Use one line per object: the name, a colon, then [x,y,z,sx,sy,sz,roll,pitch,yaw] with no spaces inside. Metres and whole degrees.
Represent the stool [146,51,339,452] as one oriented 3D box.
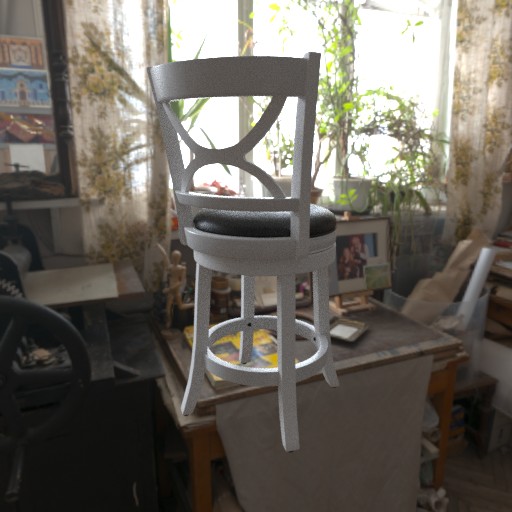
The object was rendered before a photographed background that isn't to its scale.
stool: [0.000,0.000,1.218,0.444,0.953,0.508,8,17,27]
